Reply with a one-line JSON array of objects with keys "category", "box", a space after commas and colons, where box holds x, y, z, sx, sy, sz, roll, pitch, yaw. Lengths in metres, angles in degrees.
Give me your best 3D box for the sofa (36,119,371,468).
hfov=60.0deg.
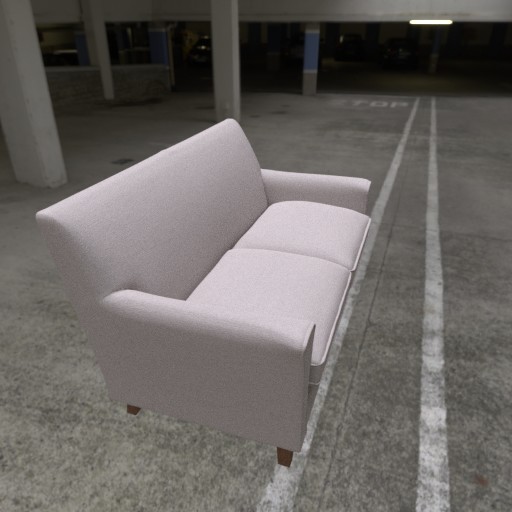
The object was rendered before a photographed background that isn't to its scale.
[{"category": "sofa", "box": [0.000, 0.000, 2.010, 0.888, 0.890, 1.482, 10, 30, 17]}]
